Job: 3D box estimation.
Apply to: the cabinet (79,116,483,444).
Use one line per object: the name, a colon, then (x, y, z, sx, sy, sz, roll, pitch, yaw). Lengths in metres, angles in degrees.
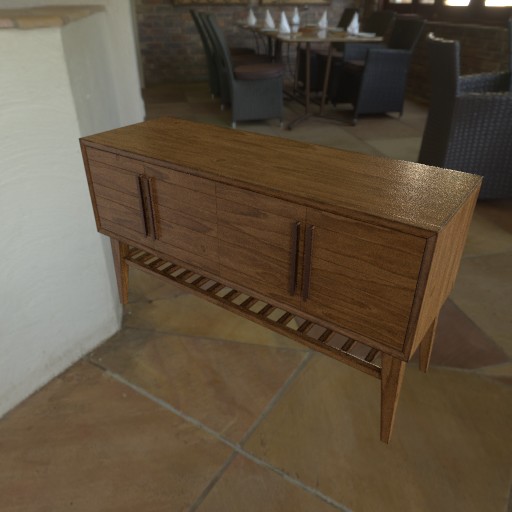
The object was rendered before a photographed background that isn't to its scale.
cabinet: (0.000, 0.000, 1.729, 1.363, 0.802, 0.477, 20, 36, 30)
